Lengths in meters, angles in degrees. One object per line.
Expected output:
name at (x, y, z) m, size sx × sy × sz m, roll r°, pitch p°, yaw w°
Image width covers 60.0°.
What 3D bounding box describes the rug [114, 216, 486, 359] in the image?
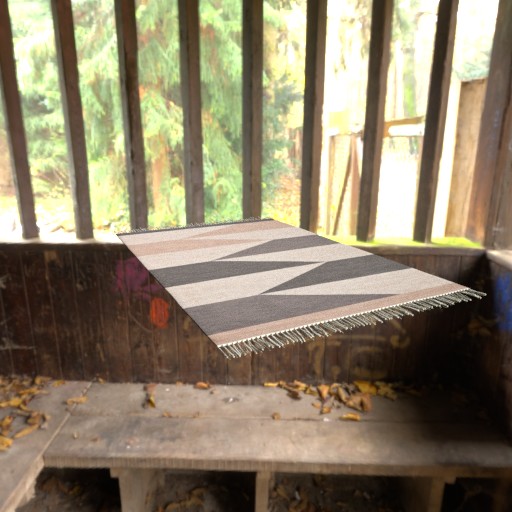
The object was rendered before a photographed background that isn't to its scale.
rug at (0.000, 0.000, 2.503) m, size 1.224 × 0.027 × 2.021 m, roll -8°, pitch 18°, yaw -26°
